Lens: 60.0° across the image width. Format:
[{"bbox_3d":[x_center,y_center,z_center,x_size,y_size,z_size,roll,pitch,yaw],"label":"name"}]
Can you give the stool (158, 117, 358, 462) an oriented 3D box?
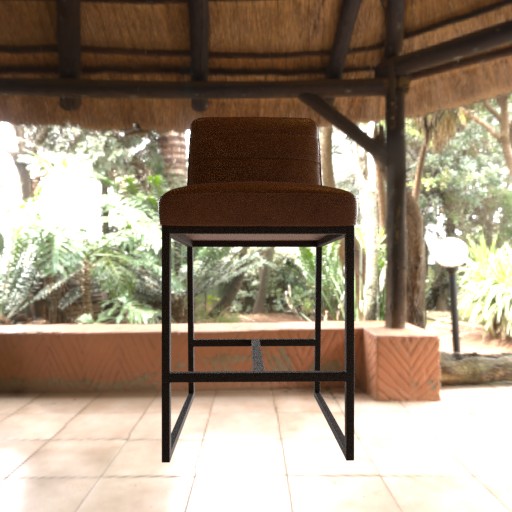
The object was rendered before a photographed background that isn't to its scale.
[{"bbox_3d":[0.000,0.000,1.263,0.458,0.940,0.556,0,-1,-1],"label":"stool"}]
